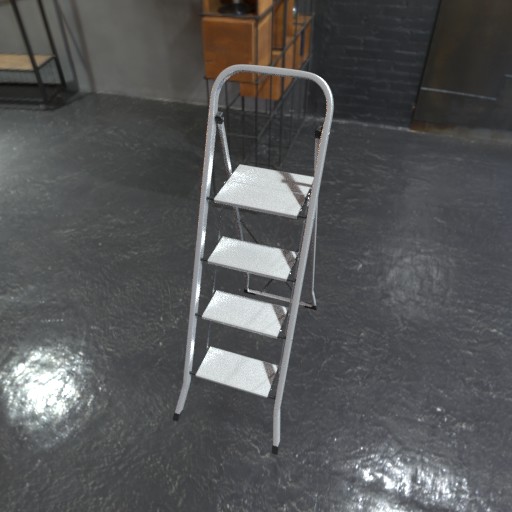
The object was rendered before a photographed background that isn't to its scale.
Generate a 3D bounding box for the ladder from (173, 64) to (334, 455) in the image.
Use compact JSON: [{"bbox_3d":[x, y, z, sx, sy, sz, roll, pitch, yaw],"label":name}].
[{"bbox_3d":[0.000,0.000,1.698,0.465,1.290,0.830,13,42,14],"label":"ladder"}]
